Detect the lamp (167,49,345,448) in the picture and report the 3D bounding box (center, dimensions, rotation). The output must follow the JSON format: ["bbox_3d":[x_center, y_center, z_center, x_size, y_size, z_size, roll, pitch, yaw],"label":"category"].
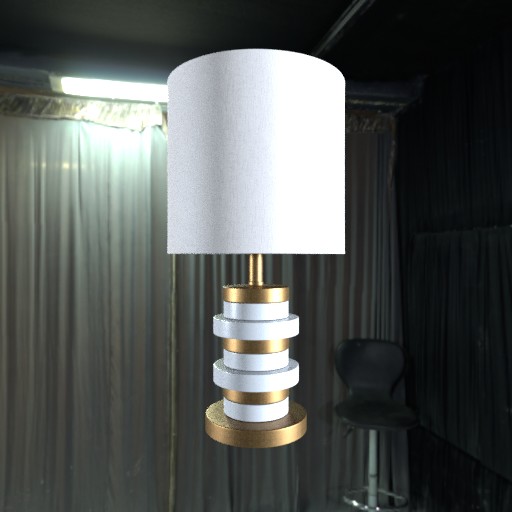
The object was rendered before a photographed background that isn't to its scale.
[{"bbox_3d":[0.000,0.000,0.534,0.210,0.410,0.210,0,0,-19],"label":"lamp"}]
